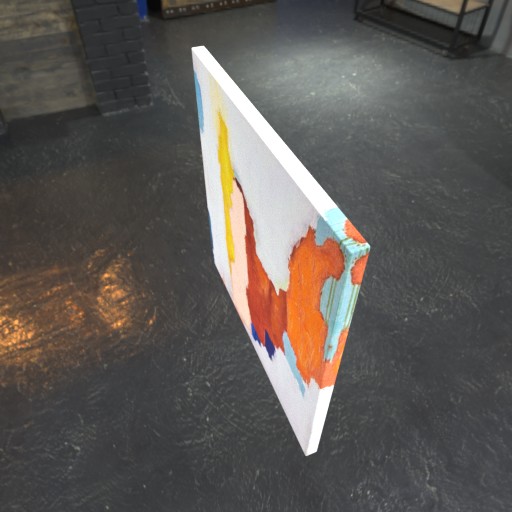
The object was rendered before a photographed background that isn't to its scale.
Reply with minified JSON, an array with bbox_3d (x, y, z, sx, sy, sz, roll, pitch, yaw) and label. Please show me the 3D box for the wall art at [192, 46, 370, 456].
[{"bbox_3d":[0.000,0.000,1.505,0.044,1.017,1.017,-16,48,-15],"label":"wall art"}]
